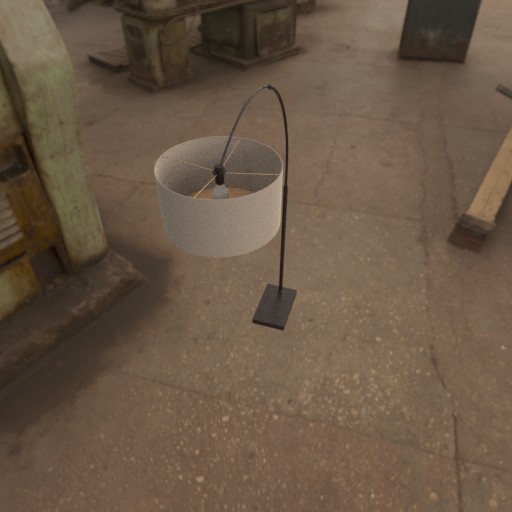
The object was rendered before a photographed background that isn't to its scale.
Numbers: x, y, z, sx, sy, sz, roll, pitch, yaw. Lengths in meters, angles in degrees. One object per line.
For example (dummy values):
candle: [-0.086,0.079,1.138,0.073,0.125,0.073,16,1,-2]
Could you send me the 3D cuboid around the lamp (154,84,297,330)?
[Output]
lamp: [0.000,0.000,2.590,0.493,1.927,1.424,12,42,14]
